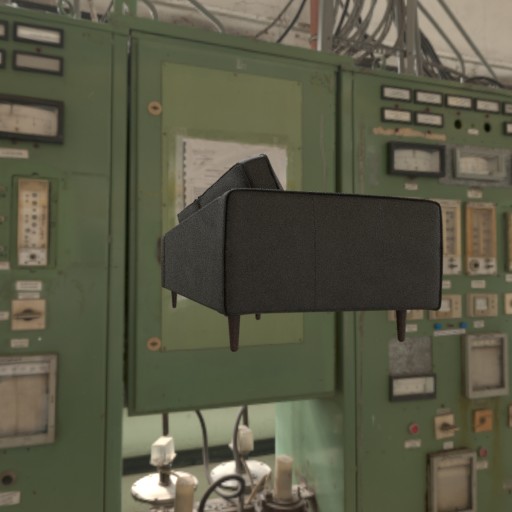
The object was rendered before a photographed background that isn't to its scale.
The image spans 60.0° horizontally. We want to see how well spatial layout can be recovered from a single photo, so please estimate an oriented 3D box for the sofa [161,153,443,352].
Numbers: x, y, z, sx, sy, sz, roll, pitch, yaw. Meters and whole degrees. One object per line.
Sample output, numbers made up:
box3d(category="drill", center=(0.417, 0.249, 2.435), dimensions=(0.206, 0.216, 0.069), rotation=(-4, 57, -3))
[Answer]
box3d(category="sofa", center=(0.000, 0.000, 2.648), dimensions=(0.914, 0.762, 2.210), rotation=(0, -1, -17))
